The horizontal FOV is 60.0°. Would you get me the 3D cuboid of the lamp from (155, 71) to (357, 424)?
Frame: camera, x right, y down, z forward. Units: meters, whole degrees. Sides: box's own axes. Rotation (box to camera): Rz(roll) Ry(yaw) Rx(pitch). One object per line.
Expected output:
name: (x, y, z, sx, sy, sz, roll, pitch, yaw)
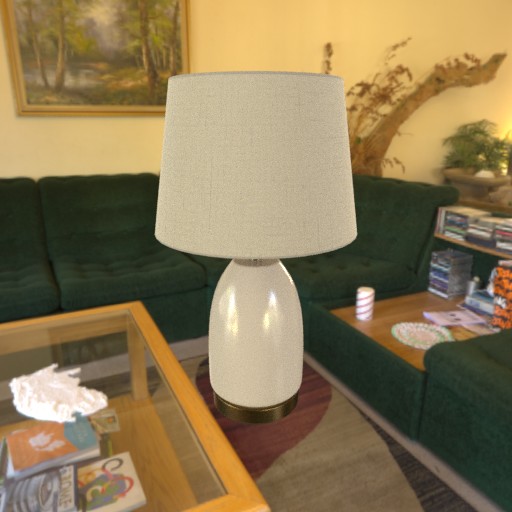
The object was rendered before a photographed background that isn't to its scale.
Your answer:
lamp: (0.000, 0.000, 0.653, 0.285, 0.483, 0.285, 0, 17, 0)
